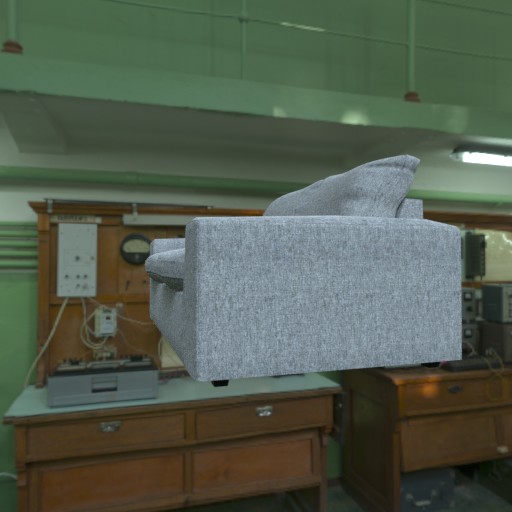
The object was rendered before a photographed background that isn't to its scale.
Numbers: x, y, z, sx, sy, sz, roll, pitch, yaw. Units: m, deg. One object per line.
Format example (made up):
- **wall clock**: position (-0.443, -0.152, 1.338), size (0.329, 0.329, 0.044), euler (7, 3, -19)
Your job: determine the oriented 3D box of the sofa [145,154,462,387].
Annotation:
- **sofa**: position (0.000, 0.000, 2.364), size (1.094, 0.877, 1.758), euler (0, -1, -18)
